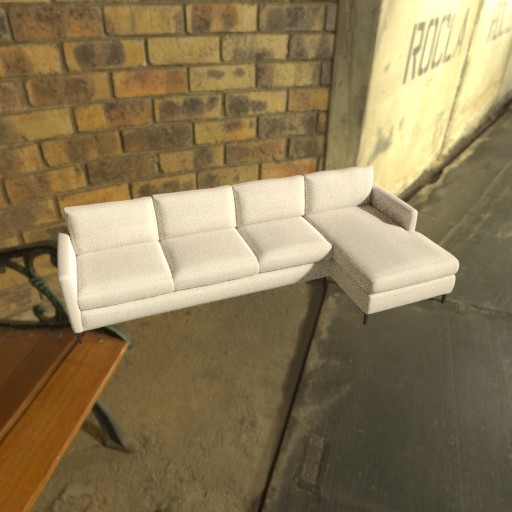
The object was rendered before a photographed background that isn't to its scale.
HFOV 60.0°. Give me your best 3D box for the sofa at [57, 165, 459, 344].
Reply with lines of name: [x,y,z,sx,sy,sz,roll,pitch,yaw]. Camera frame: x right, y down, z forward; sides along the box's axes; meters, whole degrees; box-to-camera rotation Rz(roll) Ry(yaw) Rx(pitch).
sofa: [0.000,0.000,2.959,2.445,0.677,1.126,-11,34,-17]
